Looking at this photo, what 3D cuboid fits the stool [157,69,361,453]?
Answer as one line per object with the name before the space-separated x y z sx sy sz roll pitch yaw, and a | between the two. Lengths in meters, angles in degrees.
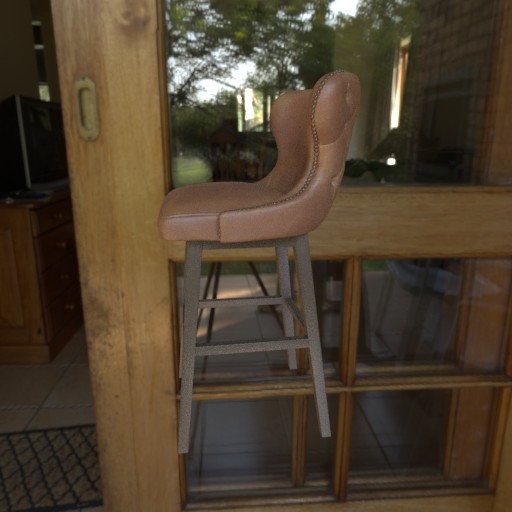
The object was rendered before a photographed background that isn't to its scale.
stool | 0.000 0.000 1.463 0.606 1.087 0.591 -2 15 -9
